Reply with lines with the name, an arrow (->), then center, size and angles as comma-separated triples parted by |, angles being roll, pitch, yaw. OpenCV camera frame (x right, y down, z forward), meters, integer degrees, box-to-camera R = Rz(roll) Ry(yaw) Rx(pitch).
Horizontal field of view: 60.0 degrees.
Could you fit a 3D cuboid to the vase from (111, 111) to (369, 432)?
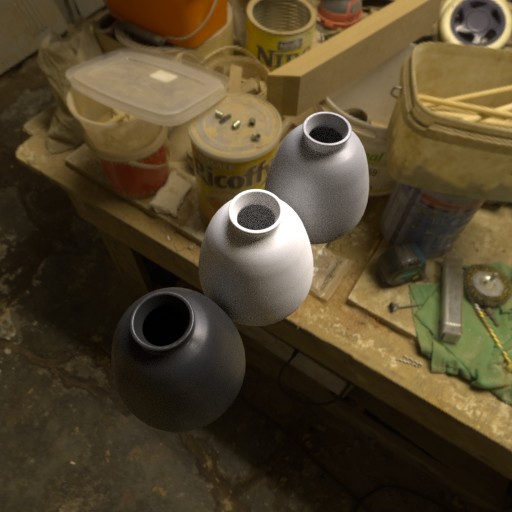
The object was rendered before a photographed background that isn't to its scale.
vase -> 0.000, 0.000, 0.362 | 0.097, 0.122, 0.297 | 30, 63, 17
